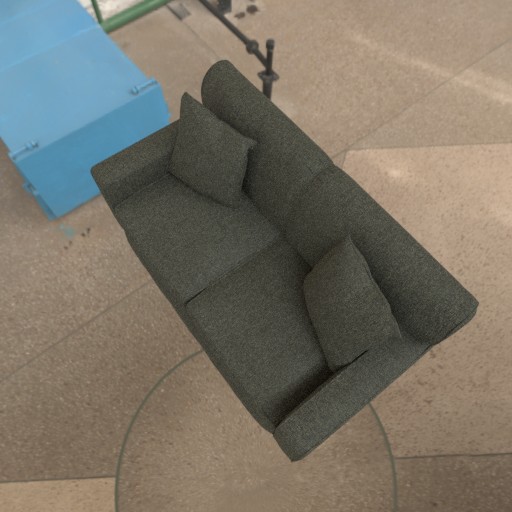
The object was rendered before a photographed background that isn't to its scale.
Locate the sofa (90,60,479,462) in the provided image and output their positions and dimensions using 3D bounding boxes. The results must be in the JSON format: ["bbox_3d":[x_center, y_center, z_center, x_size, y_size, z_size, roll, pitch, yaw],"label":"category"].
[{"bbox_3d":[0.000,0.000,2.385,0.998,0.958,1.846,-34,69,-15],"label":"sofa"}]
